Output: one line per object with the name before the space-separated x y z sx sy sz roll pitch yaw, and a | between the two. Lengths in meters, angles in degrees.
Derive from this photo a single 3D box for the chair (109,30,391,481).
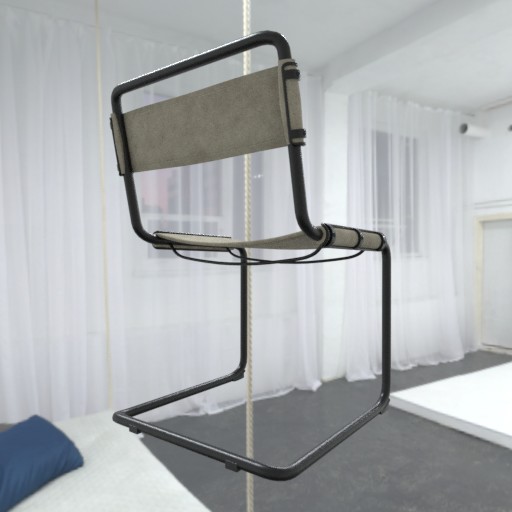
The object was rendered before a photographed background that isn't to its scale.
chair | 0.000 0.000 1.039 0.499 0.747 0.497 0 0 37
